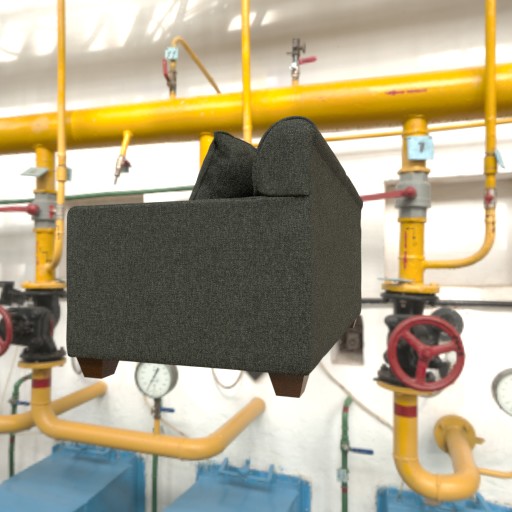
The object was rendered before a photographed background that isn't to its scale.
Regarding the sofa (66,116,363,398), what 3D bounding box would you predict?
[{"bbox_3d":[0.000,0.000,2.406,0.998,0.958,1.846,0,-1,18],"label":"sofa"}]
